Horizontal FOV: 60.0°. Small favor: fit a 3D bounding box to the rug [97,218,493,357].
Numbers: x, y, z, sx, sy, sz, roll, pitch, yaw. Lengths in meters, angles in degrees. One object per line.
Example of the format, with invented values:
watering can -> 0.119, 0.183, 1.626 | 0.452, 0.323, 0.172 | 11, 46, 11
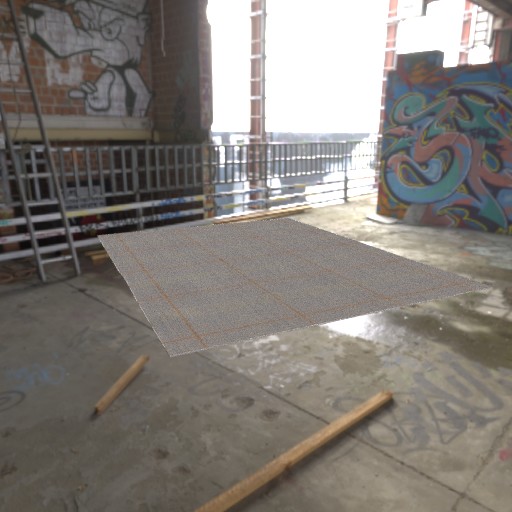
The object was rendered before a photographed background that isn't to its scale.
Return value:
rug -> 0.000, 0.000, 4.099 | 2.448, 0.021, 3.051 | -7, 17, -25
